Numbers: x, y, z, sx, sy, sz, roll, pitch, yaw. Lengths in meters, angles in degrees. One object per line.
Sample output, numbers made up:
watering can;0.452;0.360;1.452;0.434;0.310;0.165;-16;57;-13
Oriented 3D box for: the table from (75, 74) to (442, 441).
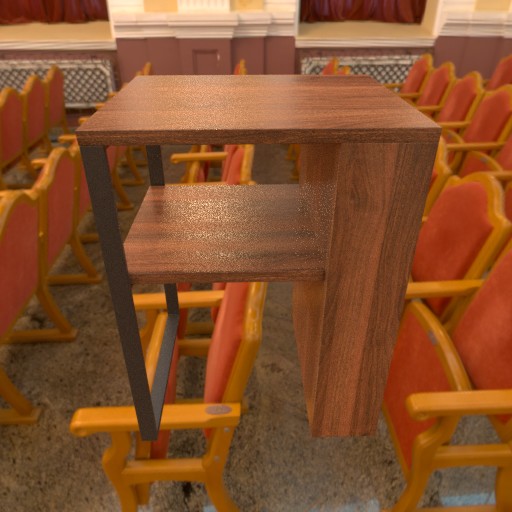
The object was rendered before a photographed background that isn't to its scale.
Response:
table;0.000;0.000;1.500;0.786;1.041;0.660;-1;32;-1
